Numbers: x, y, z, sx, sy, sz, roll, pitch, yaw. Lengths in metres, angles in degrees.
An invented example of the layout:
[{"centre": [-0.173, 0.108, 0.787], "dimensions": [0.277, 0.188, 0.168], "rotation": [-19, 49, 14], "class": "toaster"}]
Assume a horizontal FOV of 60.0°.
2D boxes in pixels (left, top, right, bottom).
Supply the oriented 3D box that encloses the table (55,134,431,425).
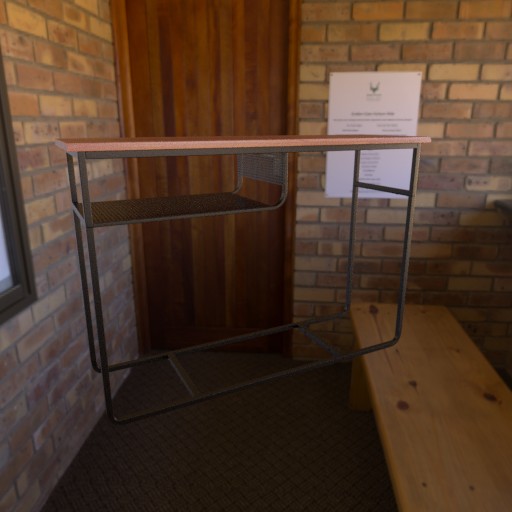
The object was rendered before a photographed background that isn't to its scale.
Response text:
[{"centre": [0.000, 0.000, 1.452], "dimensions": [1.100, 0.750, 0.350], "rotation": [-8, 19, -26], "class": "table"}]
